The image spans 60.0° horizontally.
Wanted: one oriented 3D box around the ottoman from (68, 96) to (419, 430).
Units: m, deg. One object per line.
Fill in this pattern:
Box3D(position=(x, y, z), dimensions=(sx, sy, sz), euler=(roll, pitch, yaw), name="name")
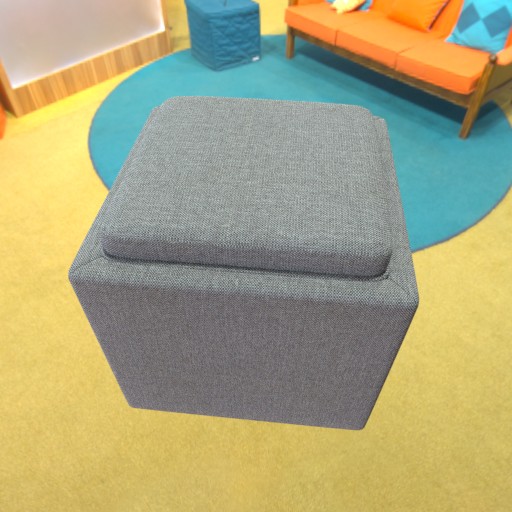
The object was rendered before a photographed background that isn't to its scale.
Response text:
Box3D(position=(0.000, 0.000, 0.823), dimensions=(0.450, 0.460, 0.450), euler=(4, 47, 4), name="ottoman")
